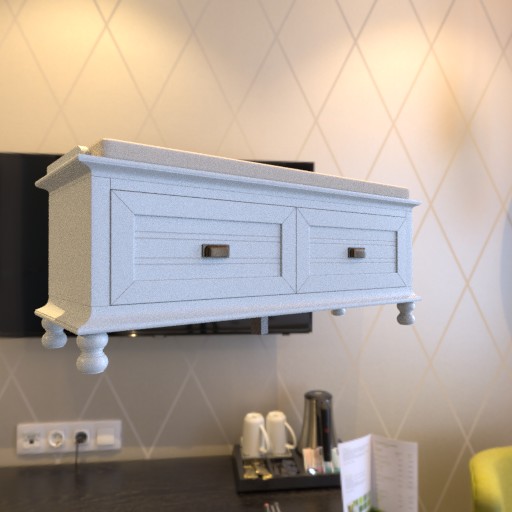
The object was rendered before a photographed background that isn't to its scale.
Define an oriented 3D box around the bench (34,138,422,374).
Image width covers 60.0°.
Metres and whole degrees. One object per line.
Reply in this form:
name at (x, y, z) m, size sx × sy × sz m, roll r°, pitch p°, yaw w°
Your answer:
bench at (0.000, 0.000, 1.386) m, size 1.185 × 0.486 × 0.402 m, roll 0°, pitch 0°, yaw -37°
